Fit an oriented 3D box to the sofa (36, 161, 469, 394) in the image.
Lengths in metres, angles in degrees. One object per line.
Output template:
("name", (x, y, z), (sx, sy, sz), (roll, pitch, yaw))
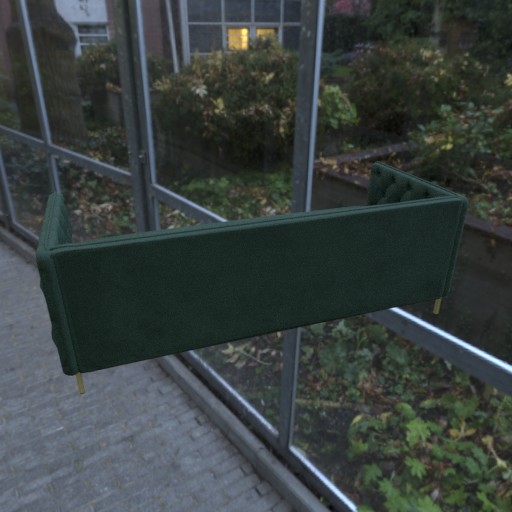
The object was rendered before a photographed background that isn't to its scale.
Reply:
("sofa", (0.000, 0.000, 2.605), (2.209, 0.771, 0.895), (-9, 27, -17))
